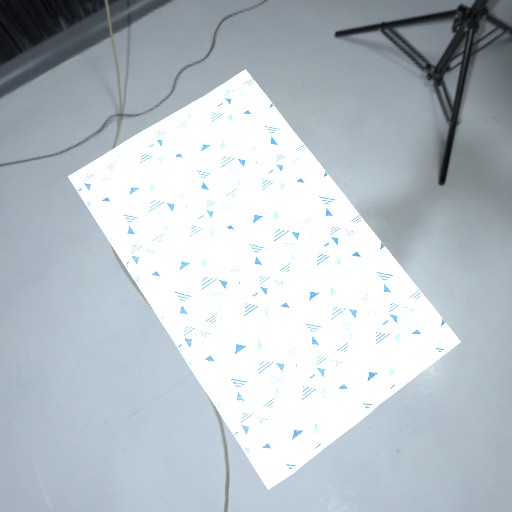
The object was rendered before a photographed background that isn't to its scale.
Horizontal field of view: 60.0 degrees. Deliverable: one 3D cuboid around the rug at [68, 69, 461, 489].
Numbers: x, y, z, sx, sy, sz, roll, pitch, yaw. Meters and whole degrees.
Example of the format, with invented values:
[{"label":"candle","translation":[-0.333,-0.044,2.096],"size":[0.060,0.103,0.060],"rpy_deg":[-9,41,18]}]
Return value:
[{"label":"rug","translation":[0.000,0.000,2.978],"size":[1.512,0.009,2.457],"rpy_deg":[-34,79,-8]}]
